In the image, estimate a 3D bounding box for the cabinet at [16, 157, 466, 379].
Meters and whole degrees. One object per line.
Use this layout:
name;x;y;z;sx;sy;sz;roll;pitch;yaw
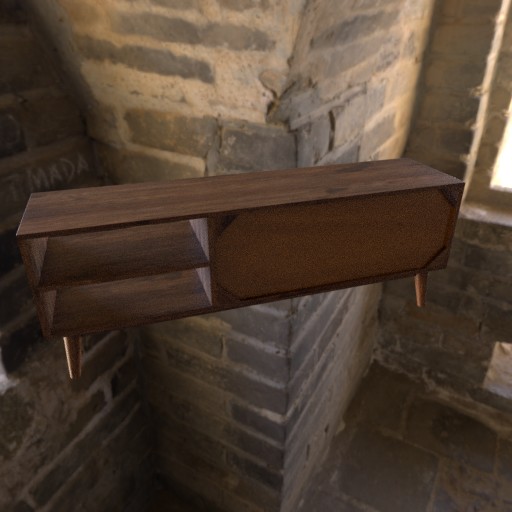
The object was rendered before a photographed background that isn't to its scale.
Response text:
cabinet;0.000;0.000;1.640;1.448;0.528;0.349;-9;29;-16
